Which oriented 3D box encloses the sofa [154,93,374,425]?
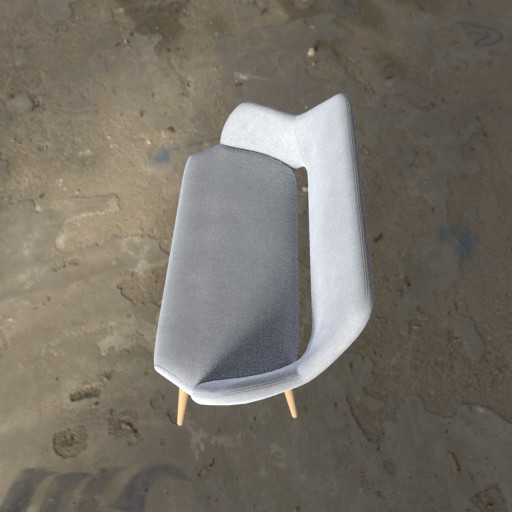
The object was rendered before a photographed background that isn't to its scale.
[{"bbox_3d":[0.000,0.000,1.616,0.610,0.840,1.150,2,58,1],"label":"sofa"}]
